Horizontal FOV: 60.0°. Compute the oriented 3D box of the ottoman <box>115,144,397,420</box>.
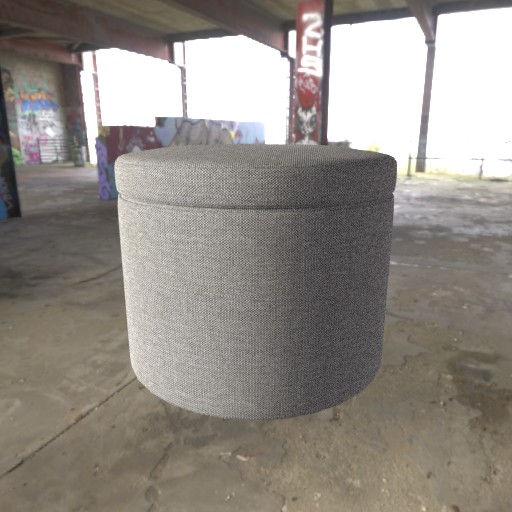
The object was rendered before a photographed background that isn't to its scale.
[{"bbox_3d":[0.000,0.000,0.863,0.500,0.419,0.500,0,16,0],"label":"ottoman"}]
